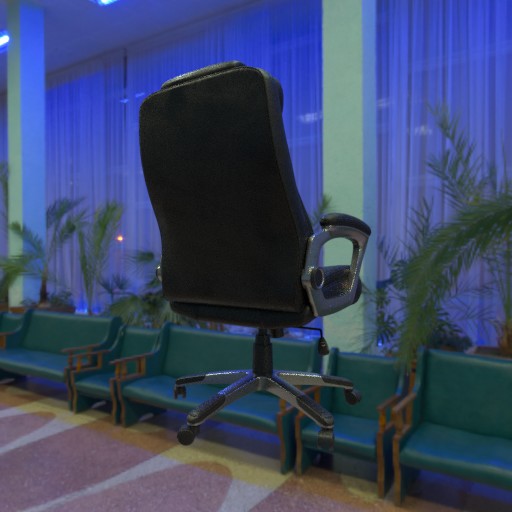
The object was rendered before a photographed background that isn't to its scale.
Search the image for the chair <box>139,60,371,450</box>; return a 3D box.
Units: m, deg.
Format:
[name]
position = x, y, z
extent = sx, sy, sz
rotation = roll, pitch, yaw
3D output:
[chair]
position = 0.000, 0.000, 1.518
extent = 0.697, 1.075, 0.689
rotation = 0, 1, 35
